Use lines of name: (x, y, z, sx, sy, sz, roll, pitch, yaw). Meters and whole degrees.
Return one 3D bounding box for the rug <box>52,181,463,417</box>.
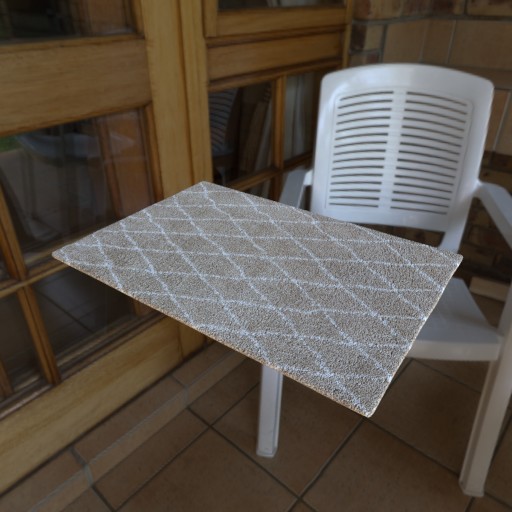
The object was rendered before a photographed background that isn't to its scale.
rug: (0.000, 0.000, 2.315, 1.778, 0.030, 1.219, 20, 37, 29)
